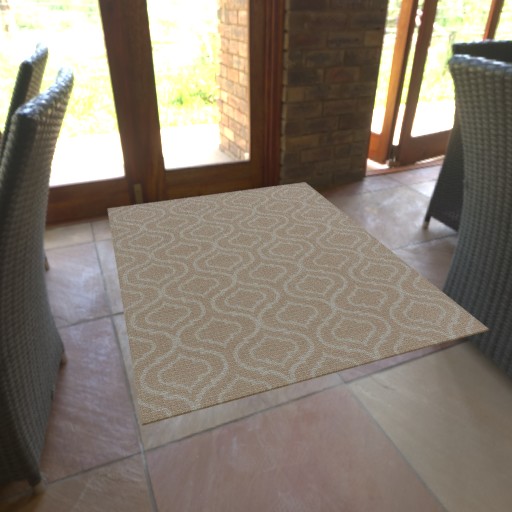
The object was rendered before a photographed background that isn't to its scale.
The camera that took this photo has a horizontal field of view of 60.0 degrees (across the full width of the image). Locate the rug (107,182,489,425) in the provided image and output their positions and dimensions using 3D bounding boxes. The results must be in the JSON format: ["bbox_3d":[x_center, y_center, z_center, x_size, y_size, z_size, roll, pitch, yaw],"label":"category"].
[{"bbox_3d":[0.000,0.000,3.812,2.286,0.013,2.894,-10,32,-17],"label":"rug"}]
